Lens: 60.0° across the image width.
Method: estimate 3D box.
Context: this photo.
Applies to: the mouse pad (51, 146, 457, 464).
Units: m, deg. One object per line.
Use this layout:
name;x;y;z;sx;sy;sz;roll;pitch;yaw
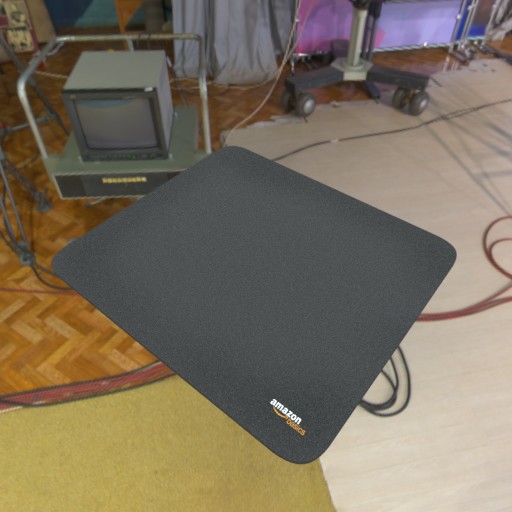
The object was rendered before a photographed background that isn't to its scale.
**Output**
mouse pad;0.000;0.000;0.320;0.229;0.003;0.203;30;53;26
